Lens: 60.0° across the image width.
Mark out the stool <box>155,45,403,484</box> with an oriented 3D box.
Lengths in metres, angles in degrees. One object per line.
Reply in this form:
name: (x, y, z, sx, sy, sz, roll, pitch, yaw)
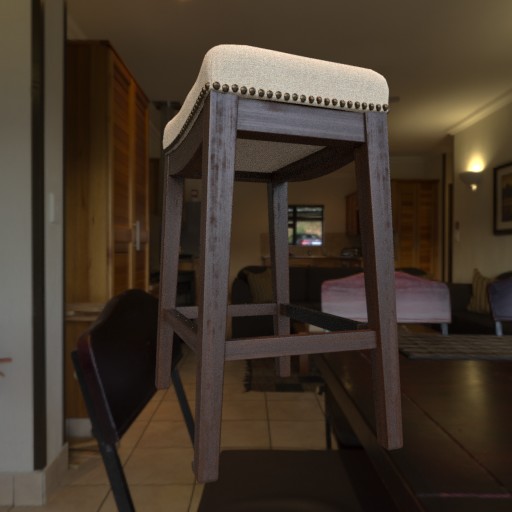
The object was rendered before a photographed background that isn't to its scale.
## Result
stool: (0.000, 0.000, 0.947, 0.363, 0.669, 0.509, 0, 0, -20)
